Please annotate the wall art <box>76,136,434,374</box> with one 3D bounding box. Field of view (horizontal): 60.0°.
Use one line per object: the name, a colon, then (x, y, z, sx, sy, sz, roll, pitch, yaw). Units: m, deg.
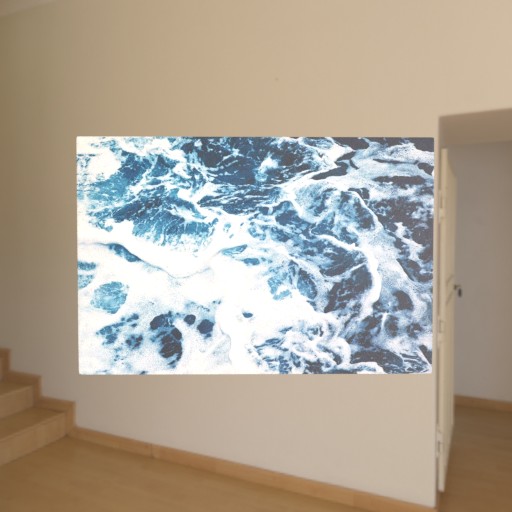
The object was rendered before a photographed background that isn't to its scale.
wall art: (0.000, 0.000, 0.779, 0.609, 0.407, 0.043, 0, 1, -1)
